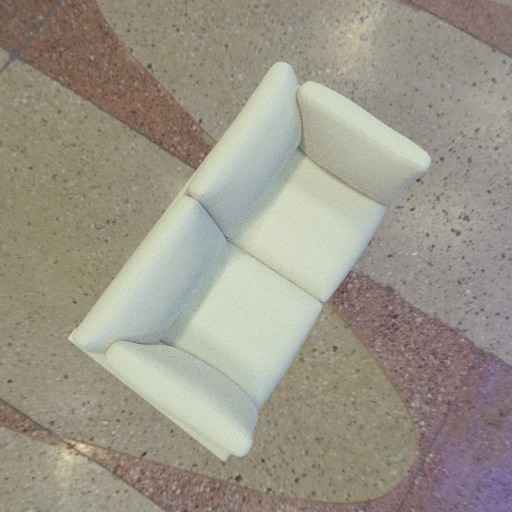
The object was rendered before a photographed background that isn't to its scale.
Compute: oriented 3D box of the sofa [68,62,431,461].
[{"bbox_3d":[0.000,0.000,2.364,0.970,0.836,1.776,33,79,7],"label":"sofa"}]
